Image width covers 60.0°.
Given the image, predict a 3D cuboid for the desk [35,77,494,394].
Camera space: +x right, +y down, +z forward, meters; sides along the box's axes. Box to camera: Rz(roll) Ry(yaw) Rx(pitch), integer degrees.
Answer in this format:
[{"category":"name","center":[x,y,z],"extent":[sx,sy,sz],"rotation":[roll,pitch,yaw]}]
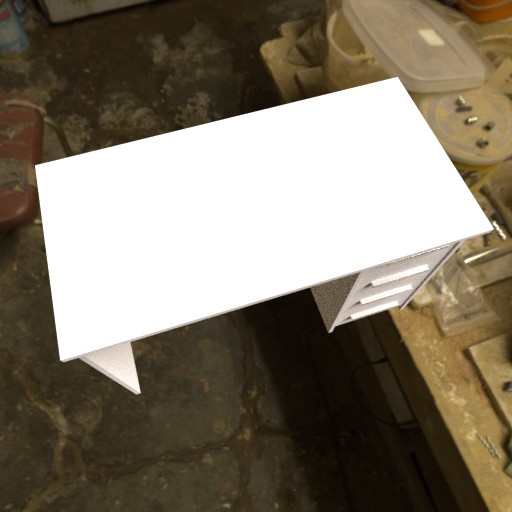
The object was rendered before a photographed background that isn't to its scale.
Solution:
[{"category":"desk","center":[0.000,0.000,1.501],"extent":[1.096,0.730,0.560],"rotation":[-16,65,-8]}]
